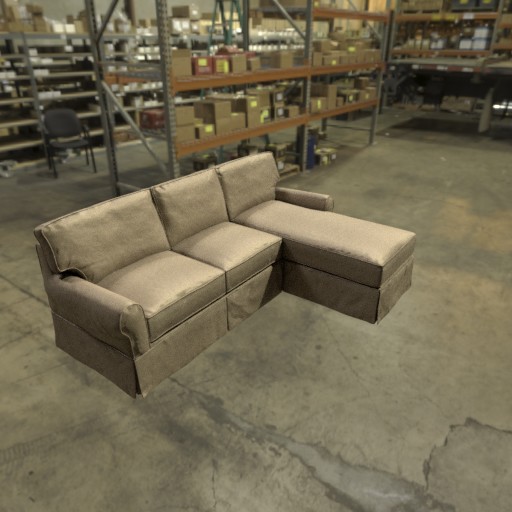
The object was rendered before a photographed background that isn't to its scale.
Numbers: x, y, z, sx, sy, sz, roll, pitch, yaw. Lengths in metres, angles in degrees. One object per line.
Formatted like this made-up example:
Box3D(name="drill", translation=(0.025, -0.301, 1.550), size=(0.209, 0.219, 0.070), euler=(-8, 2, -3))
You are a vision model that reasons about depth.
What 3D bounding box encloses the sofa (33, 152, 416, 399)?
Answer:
Box3D(name="sofa", translation=(0.000, 0.000, 3.311), size=(1.733, 0.978, 2.475), euler=(18, 32, 32))
